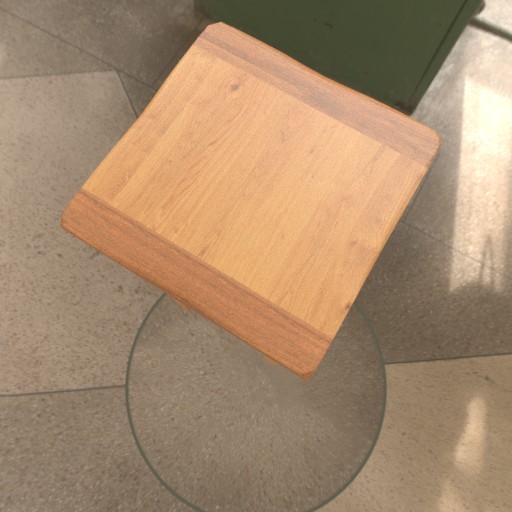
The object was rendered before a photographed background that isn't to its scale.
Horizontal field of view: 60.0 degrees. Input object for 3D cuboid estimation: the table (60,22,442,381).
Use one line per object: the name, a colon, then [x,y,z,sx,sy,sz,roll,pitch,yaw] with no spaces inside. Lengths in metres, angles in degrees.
table: [0.000,0.000,0.915,0.360,0.740,0.360,30,77,8]
